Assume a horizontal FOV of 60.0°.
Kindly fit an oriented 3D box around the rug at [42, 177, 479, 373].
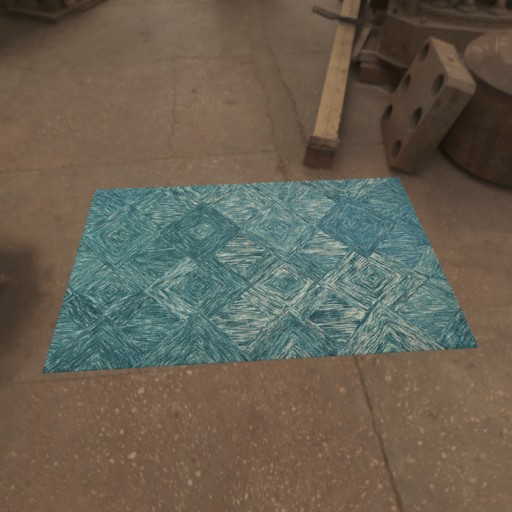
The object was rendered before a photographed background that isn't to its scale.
[{"bbox_3d":[0.000,0.000,2.814,2.277,0.015,1.490,-3,47,-3],"label":"rug"}]
